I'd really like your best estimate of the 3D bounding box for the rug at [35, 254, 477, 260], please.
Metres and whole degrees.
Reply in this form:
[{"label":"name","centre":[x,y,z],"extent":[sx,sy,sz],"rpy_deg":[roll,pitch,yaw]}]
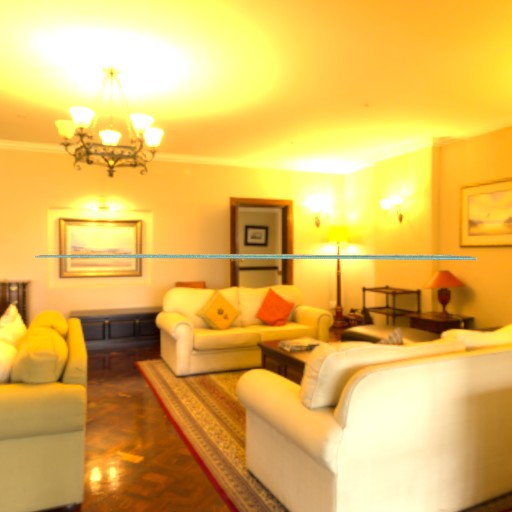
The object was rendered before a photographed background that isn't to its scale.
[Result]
[{"label":"rug","centre":[0.000,0.000,1.441],"extent":[1.219,0.007,0.604],"rpy_deg":[0,1,18]}]
